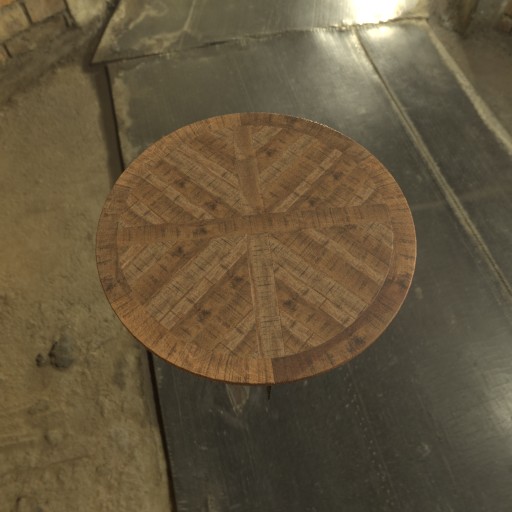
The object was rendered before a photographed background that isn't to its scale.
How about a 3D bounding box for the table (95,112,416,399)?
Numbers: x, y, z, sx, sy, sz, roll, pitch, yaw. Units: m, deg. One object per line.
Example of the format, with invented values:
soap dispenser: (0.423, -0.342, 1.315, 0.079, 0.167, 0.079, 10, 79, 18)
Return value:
table: (0.000, 0.000, 1.994, 1.264, 0.516, 1.264, 0, 60, 0)
